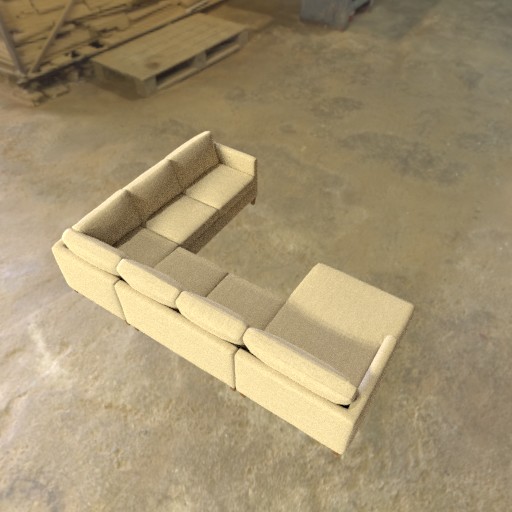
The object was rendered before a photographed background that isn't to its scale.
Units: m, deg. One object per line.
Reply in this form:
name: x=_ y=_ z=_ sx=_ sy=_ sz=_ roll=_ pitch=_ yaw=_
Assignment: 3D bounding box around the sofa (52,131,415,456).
sofa: x=0.000 y=0.000 z=4.860 sx=3.460 sy=0.961 sz=2.594 roll=25 pitch=51 yaw=22
